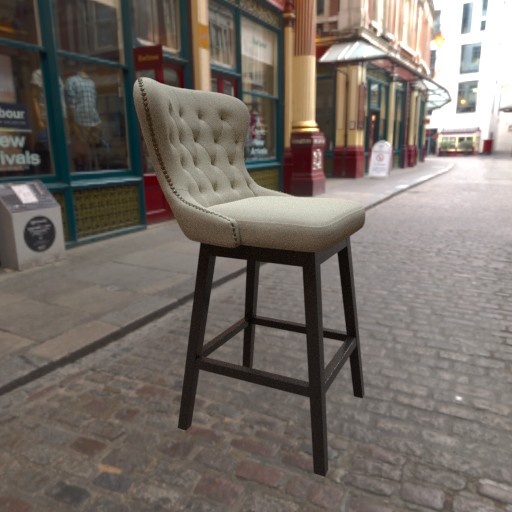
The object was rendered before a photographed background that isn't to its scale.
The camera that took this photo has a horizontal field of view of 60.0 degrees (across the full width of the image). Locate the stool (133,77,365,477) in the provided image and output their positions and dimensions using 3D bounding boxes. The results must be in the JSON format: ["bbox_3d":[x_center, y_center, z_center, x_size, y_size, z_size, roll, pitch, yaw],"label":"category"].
[{"bbox_3d":[0.000,0.000,1.298,0.593,0.971,0.528,7,15,26],"label":"stool"}]
